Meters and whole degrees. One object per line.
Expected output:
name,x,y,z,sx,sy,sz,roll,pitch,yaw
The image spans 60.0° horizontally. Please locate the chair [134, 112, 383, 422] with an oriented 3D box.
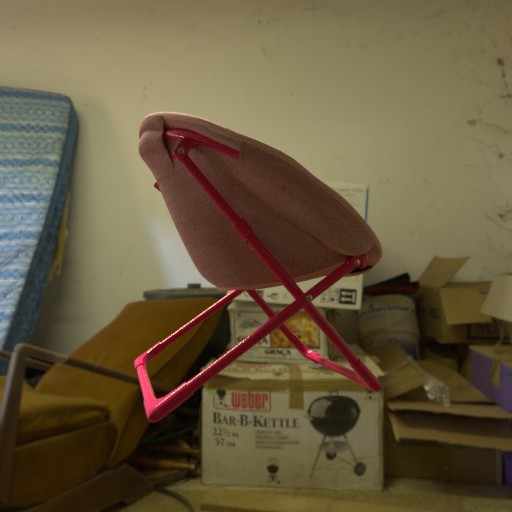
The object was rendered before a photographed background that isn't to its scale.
chair,0.000,0.000,0.890,0.459,0.494,0.522,0,-1,-18
